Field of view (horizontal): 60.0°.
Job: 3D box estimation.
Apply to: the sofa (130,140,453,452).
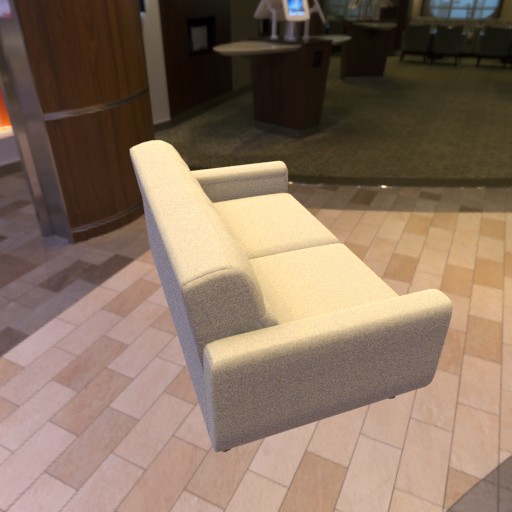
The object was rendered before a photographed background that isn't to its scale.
[{"bbox_3d":[0.000,0.000,2.217,0.980,0.892,1.655,-11,33,-17],"label":"sofa"}]
